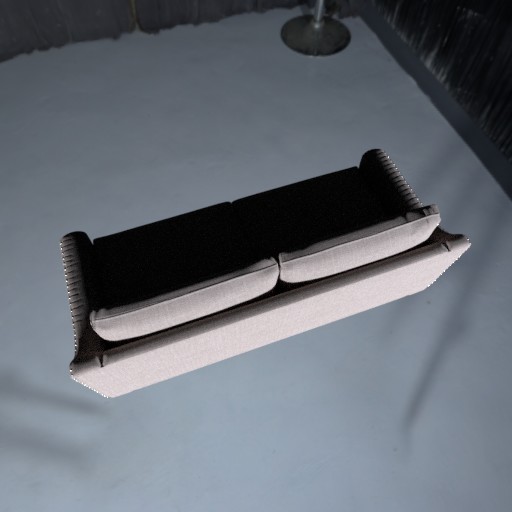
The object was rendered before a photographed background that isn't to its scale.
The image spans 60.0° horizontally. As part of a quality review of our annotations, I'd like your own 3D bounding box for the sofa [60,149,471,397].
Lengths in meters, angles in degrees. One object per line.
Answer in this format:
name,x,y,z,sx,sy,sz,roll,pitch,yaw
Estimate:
sofa,0.000,0.000,2.746,2.208,0.857,1.000,-17,60,-10
